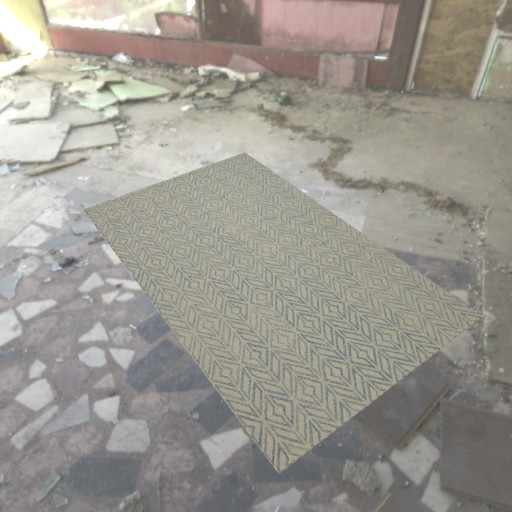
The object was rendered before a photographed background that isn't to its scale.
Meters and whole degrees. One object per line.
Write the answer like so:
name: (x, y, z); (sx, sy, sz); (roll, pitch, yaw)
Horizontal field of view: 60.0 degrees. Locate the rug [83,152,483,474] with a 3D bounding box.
rug: (0.000, 0.000, 3.012); (1.526, 0.008, 2.441); (-26, 48, -26)
